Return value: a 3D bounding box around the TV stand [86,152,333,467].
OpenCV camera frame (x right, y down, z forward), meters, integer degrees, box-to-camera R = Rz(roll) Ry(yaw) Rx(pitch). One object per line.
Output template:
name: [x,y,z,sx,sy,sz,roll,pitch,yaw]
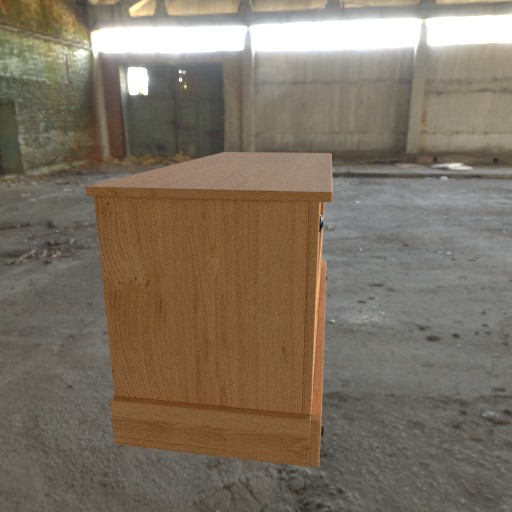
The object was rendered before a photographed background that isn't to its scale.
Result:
TV stand: [0.000,0.000,1.342,0.440,0.550,1.080,3,17,9]
